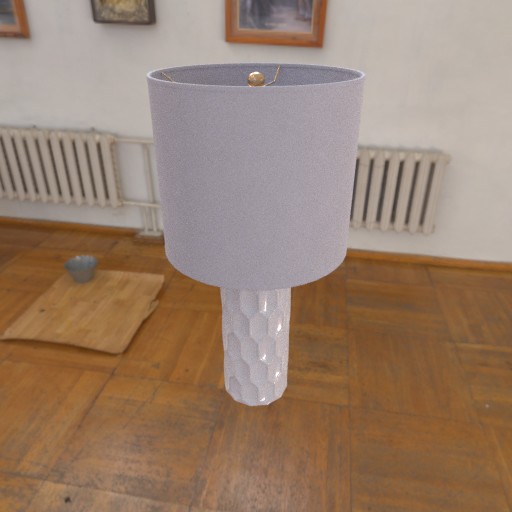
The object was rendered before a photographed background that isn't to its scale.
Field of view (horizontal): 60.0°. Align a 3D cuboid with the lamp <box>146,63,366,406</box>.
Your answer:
[{"bbox_3d":[0.000,0.000,0.697,0.277,0.537,0.277,-19,33,-31],"label":"lamp"}]
